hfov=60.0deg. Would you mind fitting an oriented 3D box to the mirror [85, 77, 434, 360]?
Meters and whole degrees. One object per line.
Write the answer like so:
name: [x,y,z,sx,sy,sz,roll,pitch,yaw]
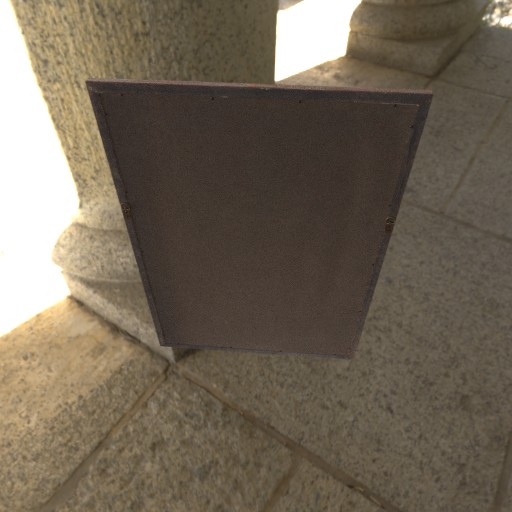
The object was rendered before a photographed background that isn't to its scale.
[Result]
mirror: [0.000,0.000,1.257,0.705,0.996,0.025,3,46,3]
